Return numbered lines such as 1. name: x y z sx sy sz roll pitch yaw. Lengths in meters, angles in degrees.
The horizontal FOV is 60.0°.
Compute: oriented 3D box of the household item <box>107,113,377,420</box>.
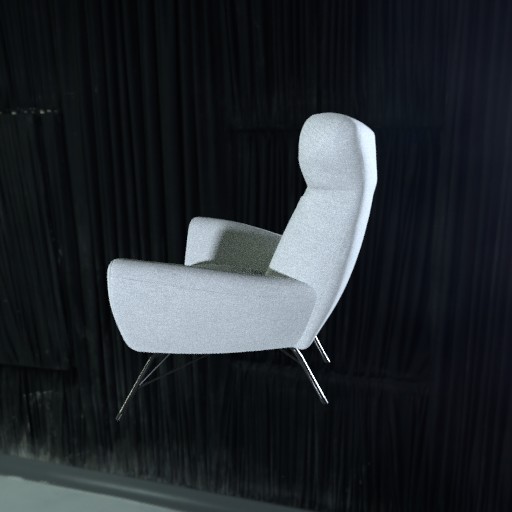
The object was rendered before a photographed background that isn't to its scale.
1. household item: 0.000 0.000 1.802 0.900 1.050 0.980 2 14 9
